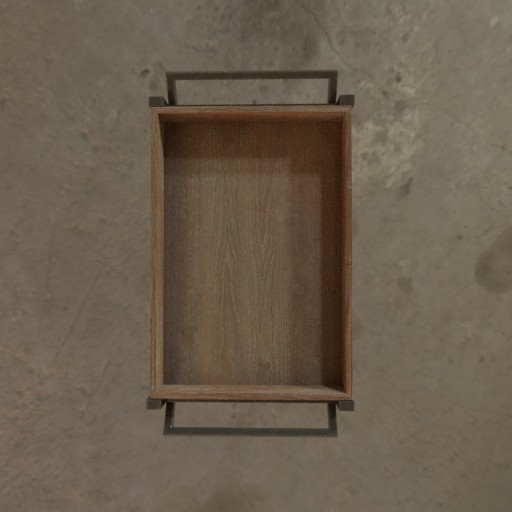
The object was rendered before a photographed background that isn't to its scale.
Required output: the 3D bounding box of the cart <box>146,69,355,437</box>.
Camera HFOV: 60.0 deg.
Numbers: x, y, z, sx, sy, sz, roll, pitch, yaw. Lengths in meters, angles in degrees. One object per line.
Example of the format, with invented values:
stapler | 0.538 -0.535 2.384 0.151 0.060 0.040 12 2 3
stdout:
cart | 0.000 0.000 1.203 0.377 0.835 0.673 0 89 1
